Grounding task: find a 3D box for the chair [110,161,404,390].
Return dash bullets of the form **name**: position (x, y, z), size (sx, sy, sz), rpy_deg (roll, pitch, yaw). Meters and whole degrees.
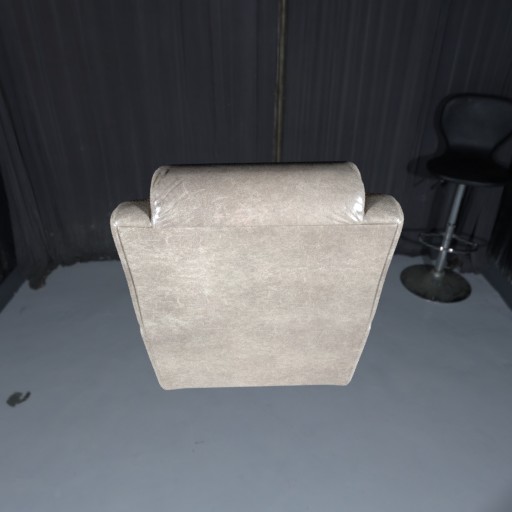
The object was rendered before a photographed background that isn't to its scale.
- **chair**: position (0.000, 0.000, 1.952), size (0.967, 1.116, 1.068), rpy_deg (-1, 31, -2)
